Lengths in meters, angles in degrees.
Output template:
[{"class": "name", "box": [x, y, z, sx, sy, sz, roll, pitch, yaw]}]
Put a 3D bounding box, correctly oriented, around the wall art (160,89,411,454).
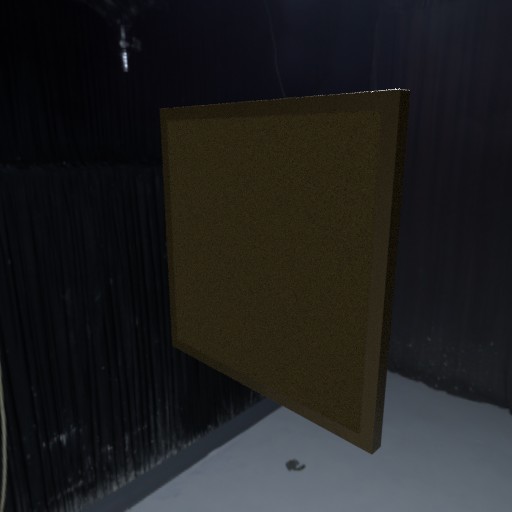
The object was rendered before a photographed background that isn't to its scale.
[{"class": "wall art", "box": [0.000, 0.000, 2.939, 1.935, 1.936, 0.097, 14, 20, 43]}]
